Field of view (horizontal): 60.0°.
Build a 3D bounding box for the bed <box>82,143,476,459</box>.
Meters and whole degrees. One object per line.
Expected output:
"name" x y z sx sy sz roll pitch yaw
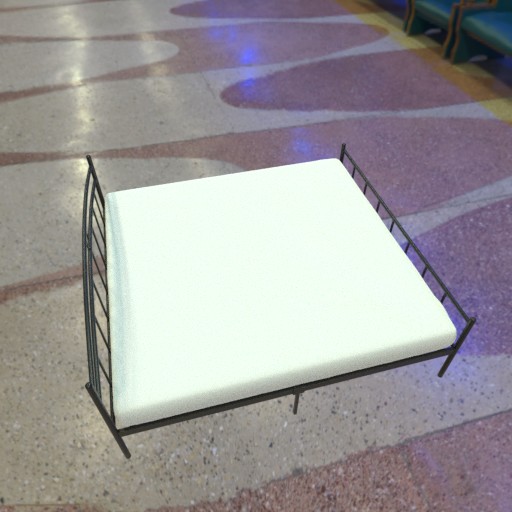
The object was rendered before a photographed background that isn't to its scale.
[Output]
"bed" 0.000 0.000 3.013 2.040 0.940 1.880 -11 47 -10
